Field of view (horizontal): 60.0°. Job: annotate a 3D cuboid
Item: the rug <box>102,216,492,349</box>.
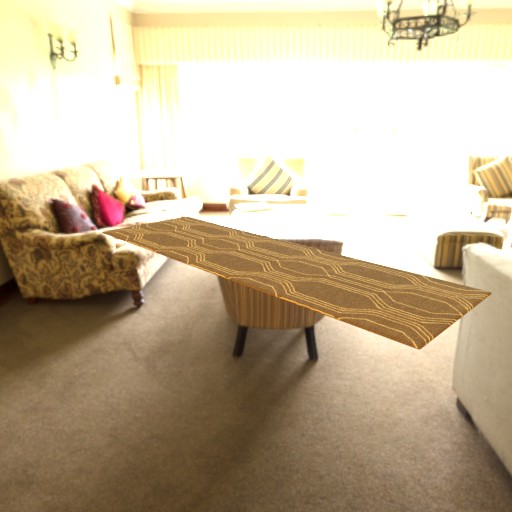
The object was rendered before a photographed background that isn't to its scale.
[{"bbox_3d":[0.000,0.000,2.716,2.464,0.012,0.773,17,24,42],"label":"rug"}]
